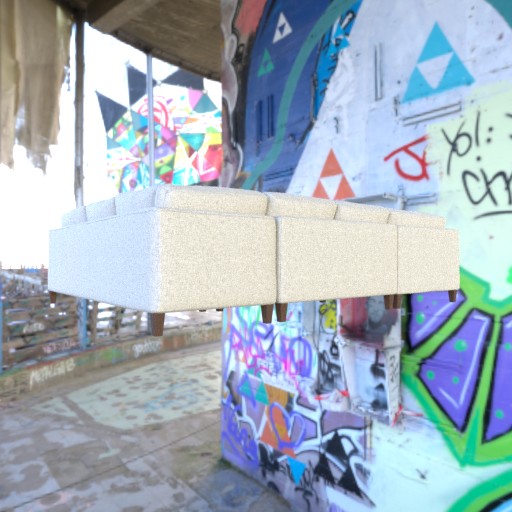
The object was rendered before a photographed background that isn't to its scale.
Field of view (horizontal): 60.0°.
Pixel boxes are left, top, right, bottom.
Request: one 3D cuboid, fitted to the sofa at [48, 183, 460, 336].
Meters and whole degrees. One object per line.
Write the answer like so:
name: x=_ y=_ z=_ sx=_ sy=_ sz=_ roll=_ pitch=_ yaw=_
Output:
sofa: x=0.000 y=0.000 z=4.573 sx=3.460 sy=0.959 sz=2.593 roll=0 pitch=-1 yaw=-38
